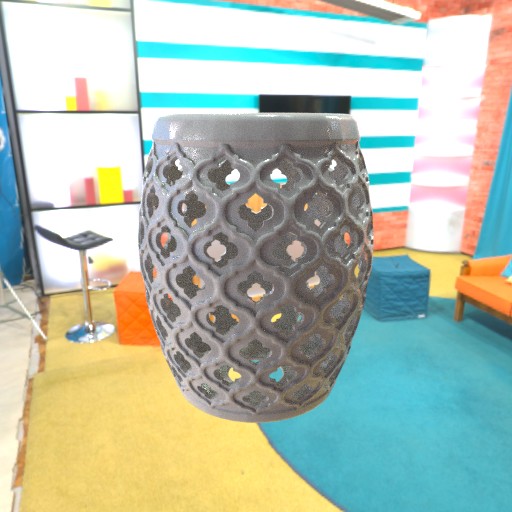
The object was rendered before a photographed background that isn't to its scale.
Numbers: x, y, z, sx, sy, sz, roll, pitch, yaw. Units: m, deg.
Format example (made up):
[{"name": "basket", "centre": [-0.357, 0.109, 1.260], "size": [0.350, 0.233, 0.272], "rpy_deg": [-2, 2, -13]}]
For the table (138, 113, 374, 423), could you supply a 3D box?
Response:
[{"name": "table", "centre": [0.000, 0.000, 0.640], "size": [0.325, 0.388, 0.325], "rpy_deg": [0, 17, 0]}]
